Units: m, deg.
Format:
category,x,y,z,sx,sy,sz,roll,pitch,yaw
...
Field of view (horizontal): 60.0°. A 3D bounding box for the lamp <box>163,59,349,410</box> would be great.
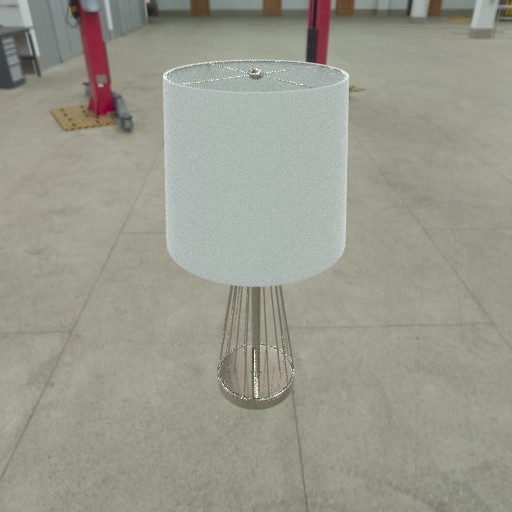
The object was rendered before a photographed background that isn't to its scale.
category,x,y,z,sx,sy,sz,roll,pitch,yaw
lamp,0.000,0.000,0.785,0.303,0.618,0.303,0,32,0
